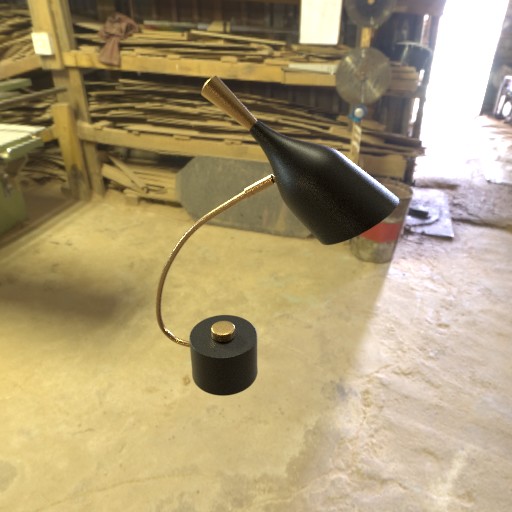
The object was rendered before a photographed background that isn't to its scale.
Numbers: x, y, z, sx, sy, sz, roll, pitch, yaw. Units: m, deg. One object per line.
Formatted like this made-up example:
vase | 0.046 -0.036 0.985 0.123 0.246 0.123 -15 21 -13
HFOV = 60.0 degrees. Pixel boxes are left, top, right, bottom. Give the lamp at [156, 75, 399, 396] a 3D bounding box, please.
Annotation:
lamp | 0.000 0.000 0.617 0.352 0.464 0.110 10 31 17
